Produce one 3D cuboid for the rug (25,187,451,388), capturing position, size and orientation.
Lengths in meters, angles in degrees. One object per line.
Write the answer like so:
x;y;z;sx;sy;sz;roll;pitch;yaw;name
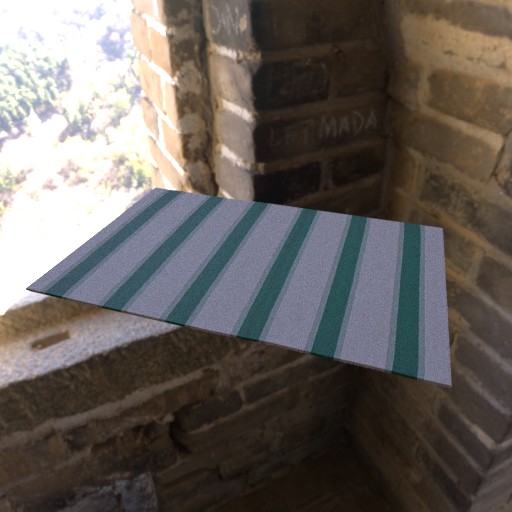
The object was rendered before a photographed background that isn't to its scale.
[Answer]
0.000;0.000;2.268;1.829;0.012;1.210;10;34;15;rug
